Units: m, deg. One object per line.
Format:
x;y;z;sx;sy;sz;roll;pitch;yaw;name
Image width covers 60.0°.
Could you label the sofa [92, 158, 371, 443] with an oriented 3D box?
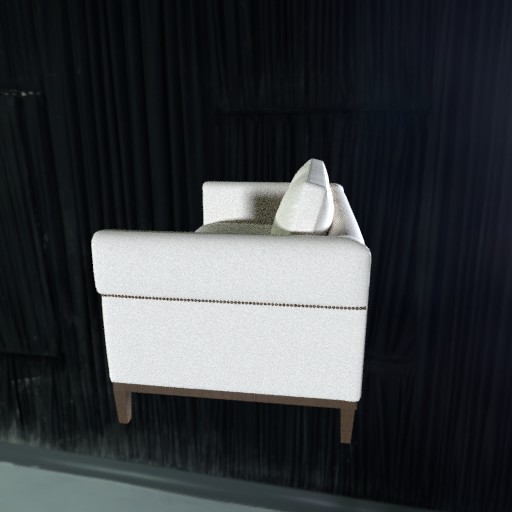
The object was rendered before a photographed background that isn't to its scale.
0.000;0.000;2.177;0.905;0.873;1.598;2;16;7;sofa
